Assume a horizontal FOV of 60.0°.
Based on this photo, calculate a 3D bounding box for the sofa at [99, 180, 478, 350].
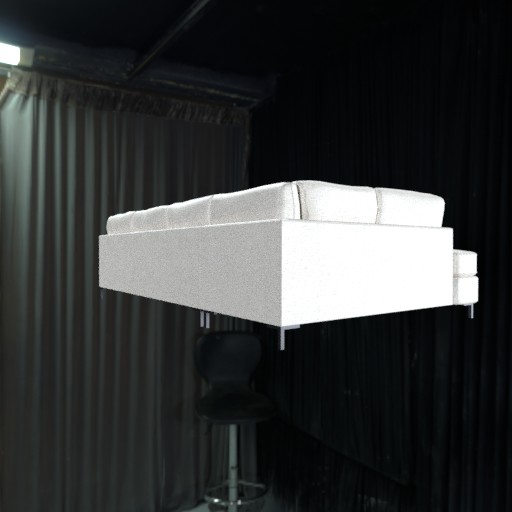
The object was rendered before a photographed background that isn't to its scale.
[{"bbox_3d":[0.000,0.000,4.365,2.048,0.996,3.384,0,1,-36],"label":"sofa"}]
